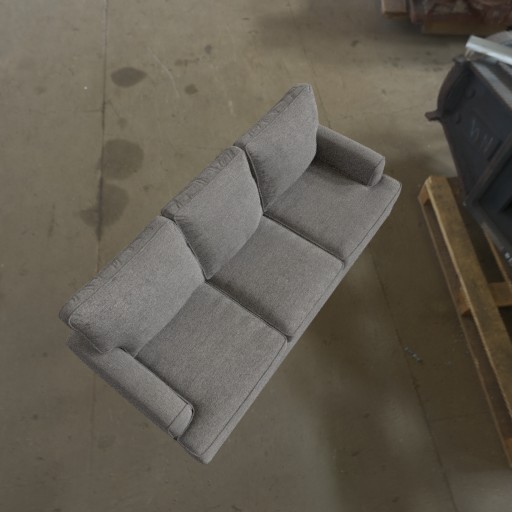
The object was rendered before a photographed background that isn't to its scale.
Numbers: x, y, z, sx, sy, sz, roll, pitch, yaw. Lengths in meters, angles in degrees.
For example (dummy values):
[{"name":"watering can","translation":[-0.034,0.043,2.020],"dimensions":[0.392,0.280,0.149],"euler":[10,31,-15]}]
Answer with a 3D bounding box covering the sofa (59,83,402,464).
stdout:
[{"name":"sofa","translation":[0.000,0.000,2.694],"dimensions":[0.951,0.965,2.158],"euler":[33,65,18]}]
